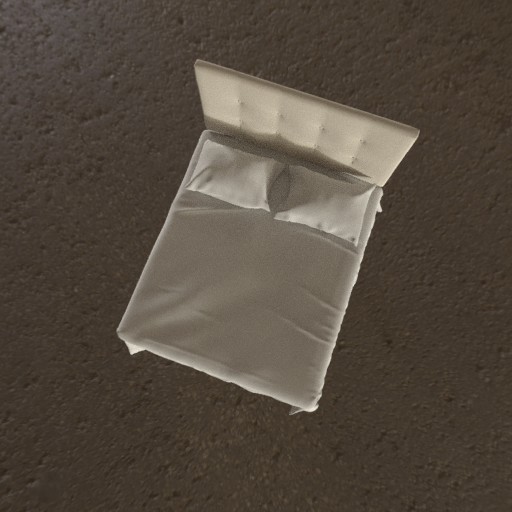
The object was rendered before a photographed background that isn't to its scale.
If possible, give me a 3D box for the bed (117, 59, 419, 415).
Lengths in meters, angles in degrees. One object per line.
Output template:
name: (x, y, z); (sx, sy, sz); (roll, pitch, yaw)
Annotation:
bed: (0.000, 0.000, 3.575); (1.936, 1.577, 2.222); (19, 77, 5)
